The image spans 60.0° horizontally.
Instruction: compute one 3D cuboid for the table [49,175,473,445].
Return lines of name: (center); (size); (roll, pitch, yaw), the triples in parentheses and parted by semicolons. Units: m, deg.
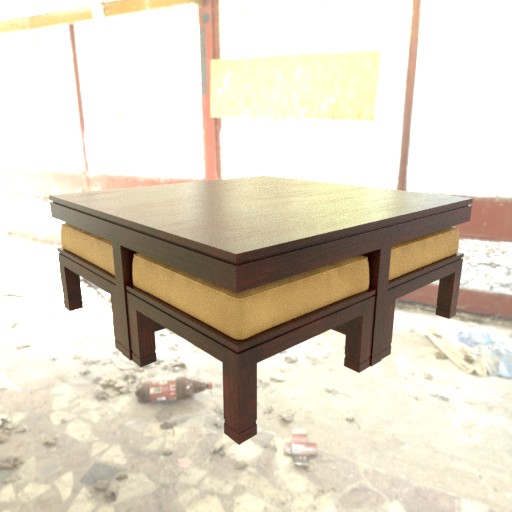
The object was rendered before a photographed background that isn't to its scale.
table: (0.000, 0.000, 1.326); (0.865, 0.356, 0.865); (-14, 21, -40)
